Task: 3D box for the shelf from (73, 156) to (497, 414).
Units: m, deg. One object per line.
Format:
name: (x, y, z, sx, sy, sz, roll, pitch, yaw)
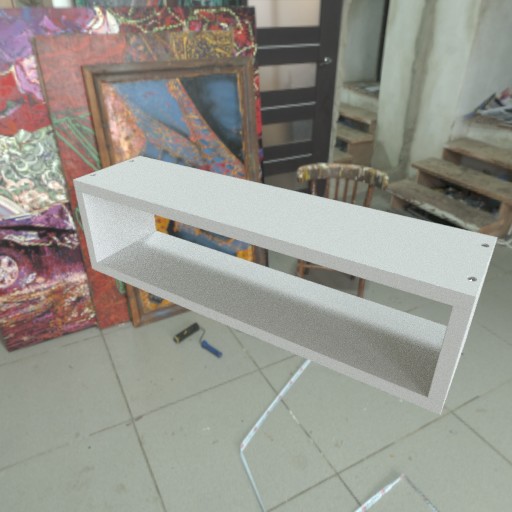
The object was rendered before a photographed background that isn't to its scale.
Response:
shelf: (0.000, 0.000, 0.675, 0.610, 0.170, 0.150, 18, 35, 28)
